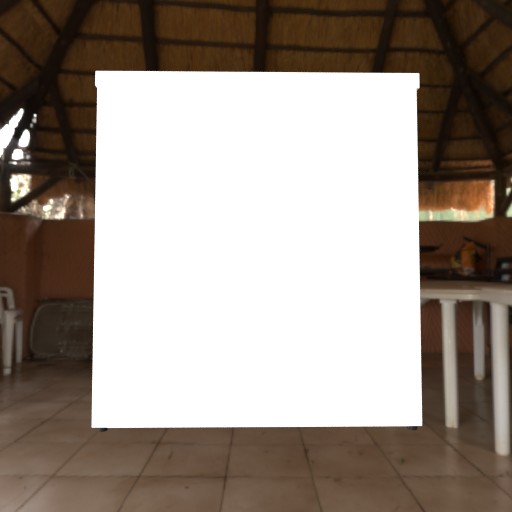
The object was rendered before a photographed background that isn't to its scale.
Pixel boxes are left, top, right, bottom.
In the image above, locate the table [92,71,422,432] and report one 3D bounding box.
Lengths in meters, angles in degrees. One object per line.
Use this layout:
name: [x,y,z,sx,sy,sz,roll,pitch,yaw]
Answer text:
table: [0.000,0.000,0.754,0.420,0.460,0.380,0,-3,-1]
